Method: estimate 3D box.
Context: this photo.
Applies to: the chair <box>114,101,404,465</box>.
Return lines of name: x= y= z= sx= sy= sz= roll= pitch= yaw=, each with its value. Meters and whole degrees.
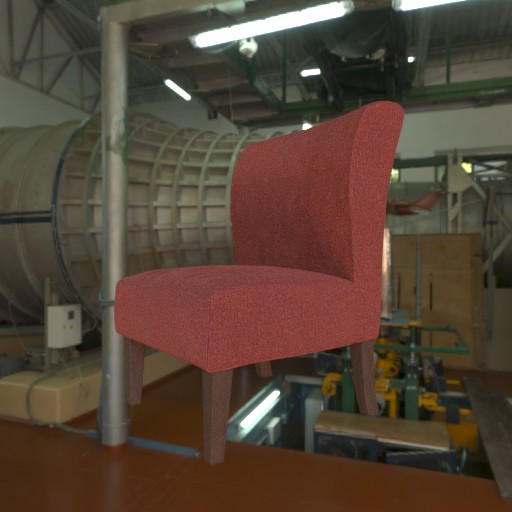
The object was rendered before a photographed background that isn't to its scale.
chair: x=0.000 y=0.000 z=1.241 sx=0.640 sy=0.846 sz=0.538 roll=0 pitch=0 yaw=-36
